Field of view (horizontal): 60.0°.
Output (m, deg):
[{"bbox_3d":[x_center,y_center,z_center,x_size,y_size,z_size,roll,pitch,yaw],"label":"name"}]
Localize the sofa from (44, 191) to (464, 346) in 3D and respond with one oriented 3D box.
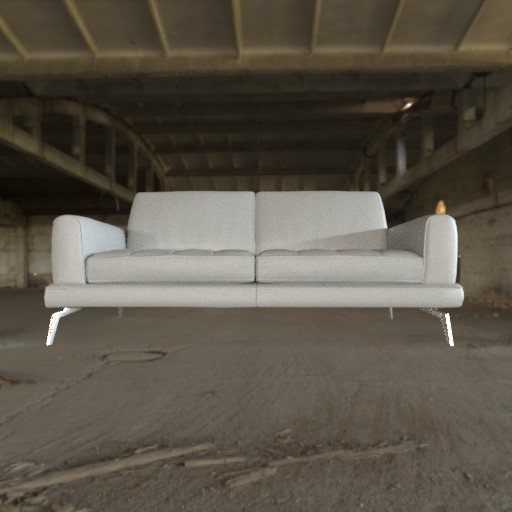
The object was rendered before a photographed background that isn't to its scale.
[{"bbox_3d":[0.000,0.000,2.782,2.177,0.930,1.121,0,-1,1],"label":"sofa"}]
